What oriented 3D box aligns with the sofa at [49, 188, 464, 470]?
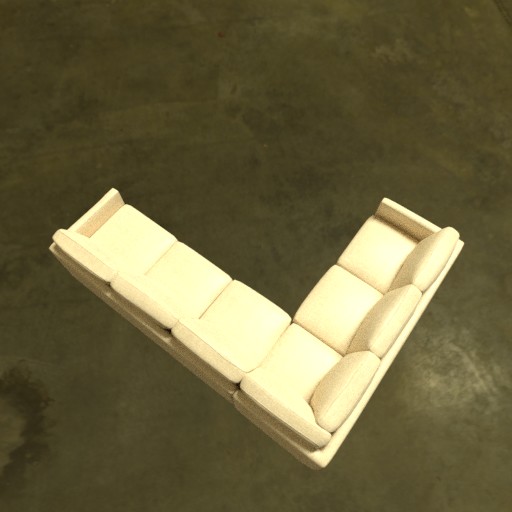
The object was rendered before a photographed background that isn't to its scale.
[{"bbox_3d":[0.000,0.000,4.589,3.302,0.947,2.593,34,68,16],"label":"sofa"}]
